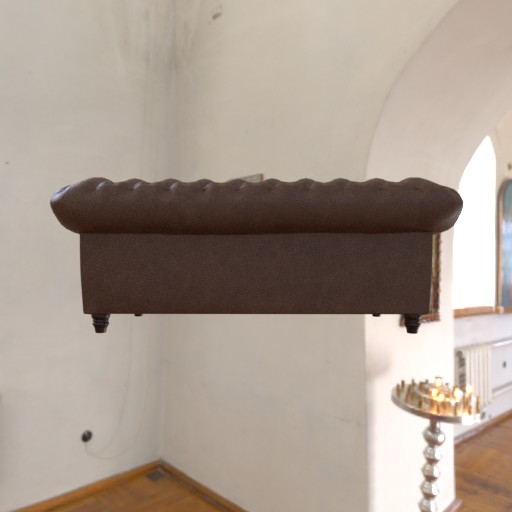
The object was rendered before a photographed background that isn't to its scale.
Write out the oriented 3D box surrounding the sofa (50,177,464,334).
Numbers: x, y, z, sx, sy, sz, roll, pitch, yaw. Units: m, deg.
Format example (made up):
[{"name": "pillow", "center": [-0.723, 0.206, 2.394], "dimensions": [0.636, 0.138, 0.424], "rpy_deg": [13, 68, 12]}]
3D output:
[{"name": "sofa", "center": [0.000, 0.000, 2.543], "dimensions": [2.048, 0.784, 0.955], "rpy_deg": [0, -1, 1]}]
